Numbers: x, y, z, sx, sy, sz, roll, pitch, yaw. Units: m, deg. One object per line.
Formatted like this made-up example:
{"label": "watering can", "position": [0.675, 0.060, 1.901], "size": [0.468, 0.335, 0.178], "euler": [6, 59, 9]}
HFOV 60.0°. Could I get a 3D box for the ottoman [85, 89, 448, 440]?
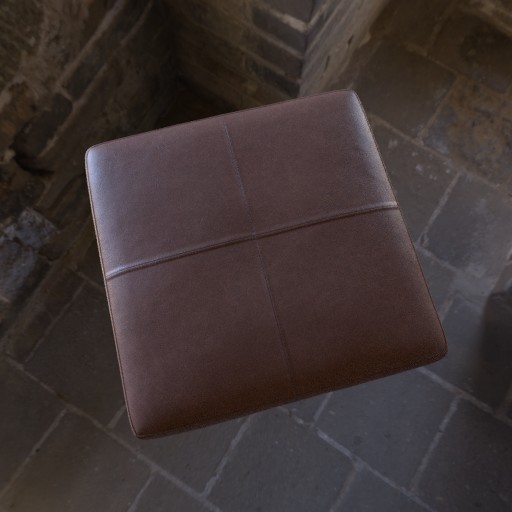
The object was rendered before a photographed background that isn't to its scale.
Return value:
{"label": "ottoman", "position": [0.000, 0.000, 1.817], "size": [1.168, 0.490, 1.168], "euler": [-14, 76, -4]}
